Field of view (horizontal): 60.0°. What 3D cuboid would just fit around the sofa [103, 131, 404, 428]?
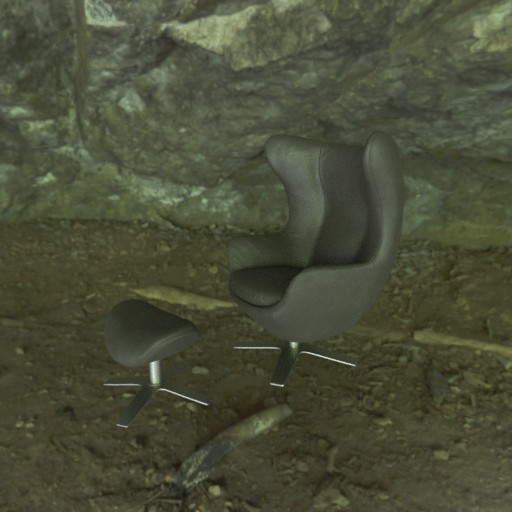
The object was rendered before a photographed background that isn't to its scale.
[{"bbox_3d":[0.000,0.000,2.109,1.444,1.135,0.894,-7,16,-26],"label":"sofa"}]
